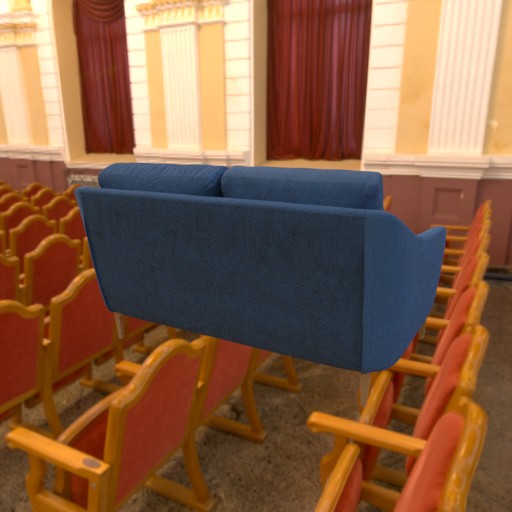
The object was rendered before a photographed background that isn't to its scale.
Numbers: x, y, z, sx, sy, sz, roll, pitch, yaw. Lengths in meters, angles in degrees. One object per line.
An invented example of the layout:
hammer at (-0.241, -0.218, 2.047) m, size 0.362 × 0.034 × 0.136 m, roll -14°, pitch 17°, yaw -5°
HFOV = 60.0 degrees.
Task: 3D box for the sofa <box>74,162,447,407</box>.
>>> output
sofa at (0.000, 0.000, 2.154) m, size 1.619 × 0.902 × 0.960 m, roll 8°, pitch 18°, yaw 27°
